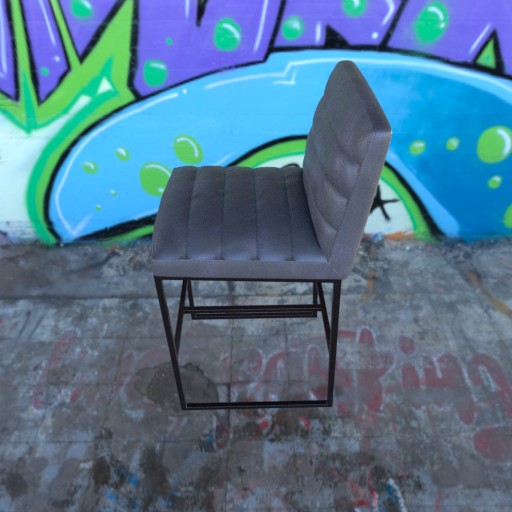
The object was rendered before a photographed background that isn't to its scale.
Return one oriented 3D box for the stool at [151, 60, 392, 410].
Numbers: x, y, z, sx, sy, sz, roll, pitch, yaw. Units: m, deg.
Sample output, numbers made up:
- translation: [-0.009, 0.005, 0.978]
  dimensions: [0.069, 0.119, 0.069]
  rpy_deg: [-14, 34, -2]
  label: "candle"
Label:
- translation: [0.000, 0.000, 1.393]
  dimensions: [0.562, 1.065, 0.463]
  rpy_deg: [-1, 41, -1]
  label: "stool"
